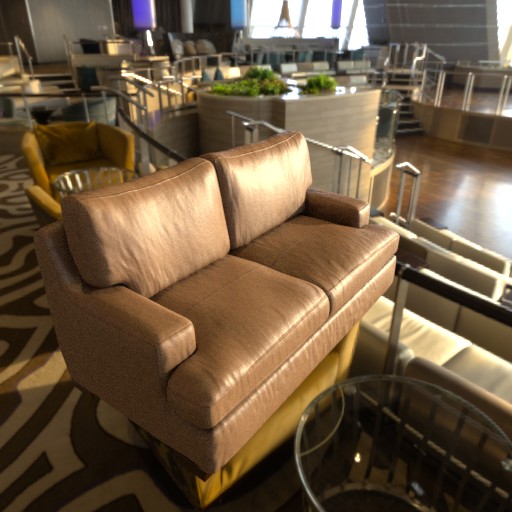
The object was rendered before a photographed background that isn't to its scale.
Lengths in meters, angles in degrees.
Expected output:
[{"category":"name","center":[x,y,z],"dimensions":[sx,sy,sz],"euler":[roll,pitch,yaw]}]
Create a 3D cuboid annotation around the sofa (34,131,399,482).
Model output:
[{"category":"sofa","center":[0.000,0.000,2.350],"dimensions":[0.962,0.980,1.855],"euler":[19,33,32]}]
